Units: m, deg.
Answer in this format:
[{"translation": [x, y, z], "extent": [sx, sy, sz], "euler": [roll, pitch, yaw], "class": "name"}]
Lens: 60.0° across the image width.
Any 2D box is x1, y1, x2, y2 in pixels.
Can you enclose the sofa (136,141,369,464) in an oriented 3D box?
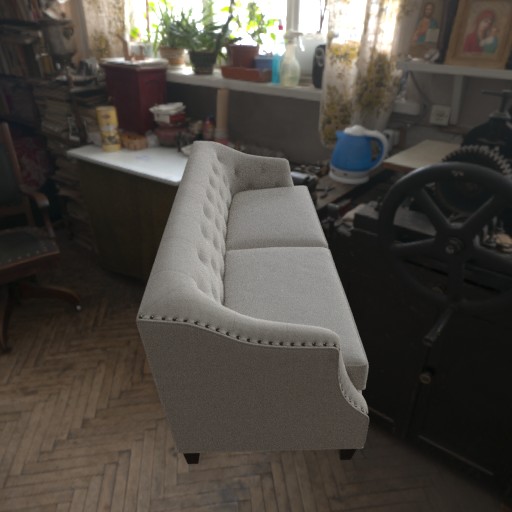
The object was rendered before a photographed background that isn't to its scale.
[{"translation": [0.000, 0.000, 2.713], "extent": [0.914, 0.901, 2.235], "euler": [-1, 30, -1], "class": "sofa"}]
